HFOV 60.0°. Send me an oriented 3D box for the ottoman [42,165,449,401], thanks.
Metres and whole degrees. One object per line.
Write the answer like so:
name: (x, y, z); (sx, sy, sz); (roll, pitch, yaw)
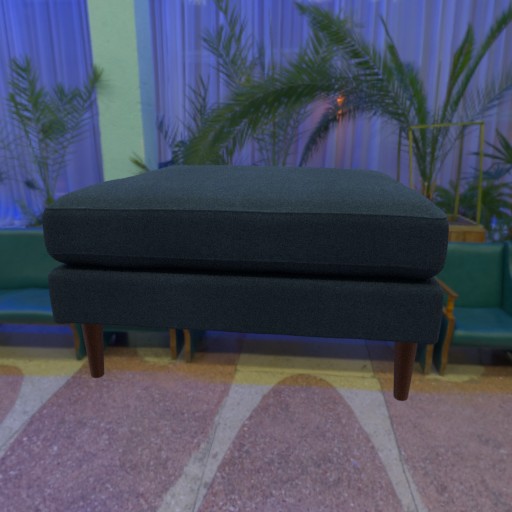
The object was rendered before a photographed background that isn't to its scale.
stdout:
ottoman: (0.000, 0.000, 1.221); (0.821, 0.474, 0.693); (2, 16, 7)
